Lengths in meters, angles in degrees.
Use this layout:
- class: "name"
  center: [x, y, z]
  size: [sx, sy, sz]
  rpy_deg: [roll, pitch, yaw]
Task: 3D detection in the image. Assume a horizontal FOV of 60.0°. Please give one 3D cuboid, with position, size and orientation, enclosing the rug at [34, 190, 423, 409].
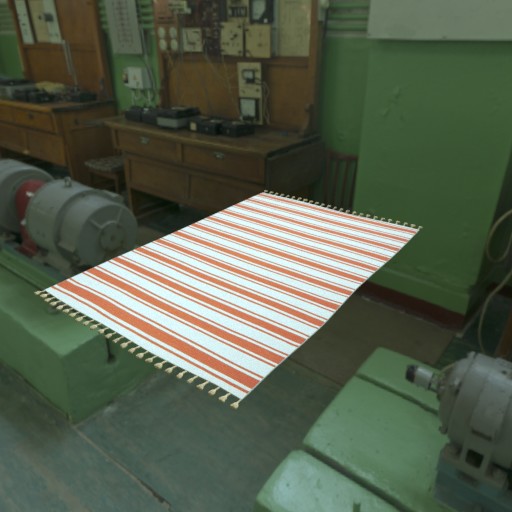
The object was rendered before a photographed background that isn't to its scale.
- class: "rug"
  center: [0.000, 0.000, 3.116]
  size: [1.556, 0.022, 2.433]
  rpy_deg: [19, 32, 32]
